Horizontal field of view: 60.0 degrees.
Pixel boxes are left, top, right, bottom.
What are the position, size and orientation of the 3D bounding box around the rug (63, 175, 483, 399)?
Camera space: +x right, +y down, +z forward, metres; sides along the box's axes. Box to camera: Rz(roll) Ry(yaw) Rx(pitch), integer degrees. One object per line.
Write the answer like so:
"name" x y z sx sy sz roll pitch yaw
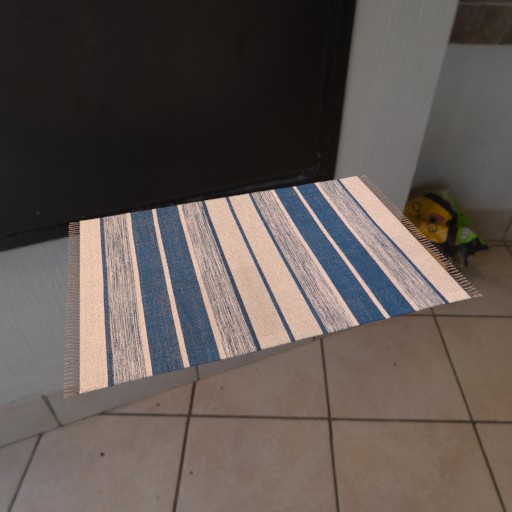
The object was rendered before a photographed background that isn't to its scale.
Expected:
"rug" 0.000 0.000 3.004 2.441 0.010 1.532 -11 41 -13
